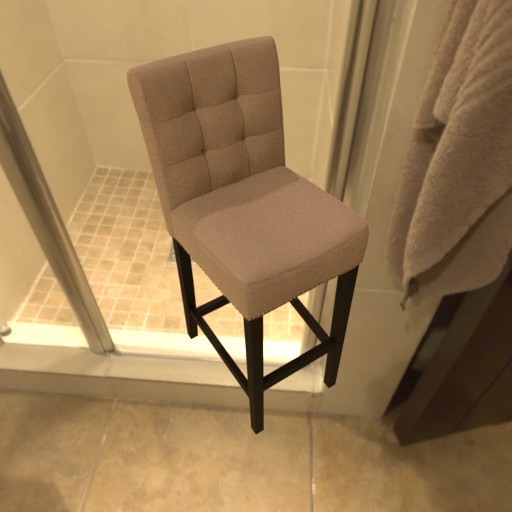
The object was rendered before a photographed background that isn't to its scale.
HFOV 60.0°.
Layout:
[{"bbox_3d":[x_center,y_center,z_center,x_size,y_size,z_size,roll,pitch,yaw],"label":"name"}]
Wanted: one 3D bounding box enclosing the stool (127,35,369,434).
[{"bbox_3d":[0.000,0.000,1.326,0.411,1.047,0.548,-25,51,-22],"label":"stool"}]
